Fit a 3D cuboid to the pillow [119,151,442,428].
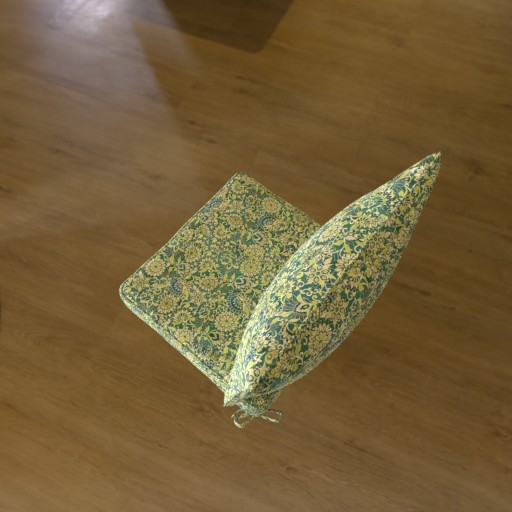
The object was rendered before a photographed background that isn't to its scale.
[{"bbox_3d":[0.000,0.000,1.373,0.740,0.722,0.798,36,69,16],"label":"pillow"}]
